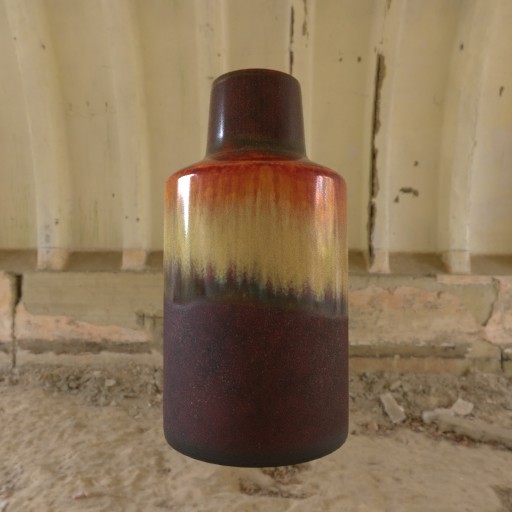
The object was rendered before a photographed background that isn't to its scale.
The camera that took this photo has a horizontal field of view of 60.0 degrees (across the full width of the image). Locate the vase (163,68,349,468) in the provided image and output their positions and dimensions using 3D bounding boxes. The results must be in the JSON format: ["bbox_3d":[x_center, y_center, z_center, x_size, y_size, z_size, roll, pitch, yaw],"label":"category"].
[{"bbox_3d":[0.000,0.000,0.264,0.108,0.204,0.108,0,-1,0],"label":"vase"}]
